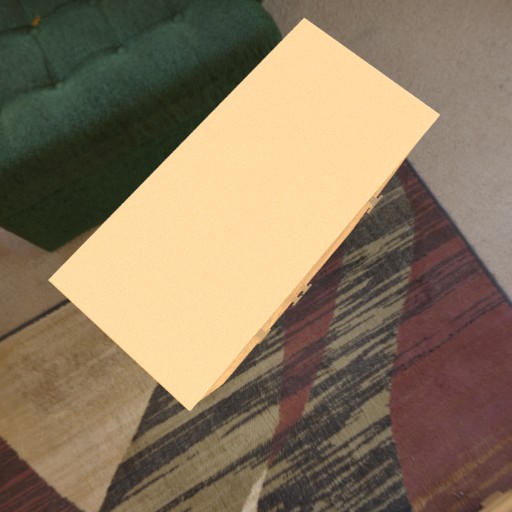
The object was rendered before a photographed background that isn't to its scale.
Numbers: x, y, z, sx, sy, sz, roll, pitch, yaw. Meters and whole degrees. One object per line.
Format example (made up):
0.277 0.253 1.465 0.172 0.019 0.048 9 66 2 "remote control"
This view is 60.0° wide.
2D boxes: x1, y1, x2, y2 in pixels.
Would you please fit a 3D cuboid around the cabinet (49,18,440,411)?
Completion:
0.000 0.000 1.083 0.296 0.815 0.600 40 80 9 "cabinet"
